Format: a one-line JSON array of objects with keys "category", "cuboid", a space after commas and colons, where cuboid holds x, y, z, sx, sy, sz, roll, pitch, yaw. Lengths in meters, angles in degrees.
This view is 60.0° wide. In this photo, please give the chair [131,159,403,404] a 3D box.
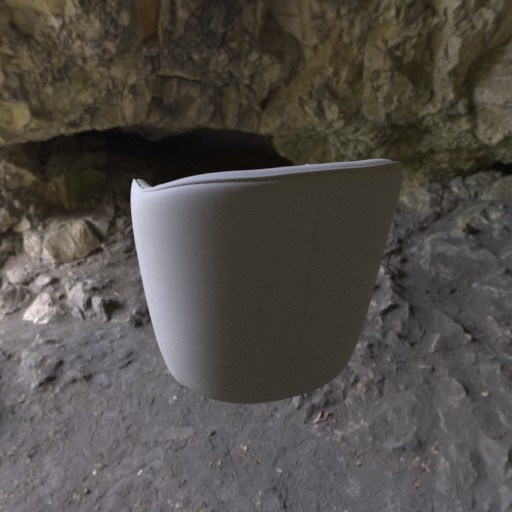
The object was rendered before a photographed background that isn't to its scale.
[{"category": "chair", "cuboid": [0.000, 0.000, 1.470, 0.747, 0.799, 0.875, -8, 27, -16]}]
